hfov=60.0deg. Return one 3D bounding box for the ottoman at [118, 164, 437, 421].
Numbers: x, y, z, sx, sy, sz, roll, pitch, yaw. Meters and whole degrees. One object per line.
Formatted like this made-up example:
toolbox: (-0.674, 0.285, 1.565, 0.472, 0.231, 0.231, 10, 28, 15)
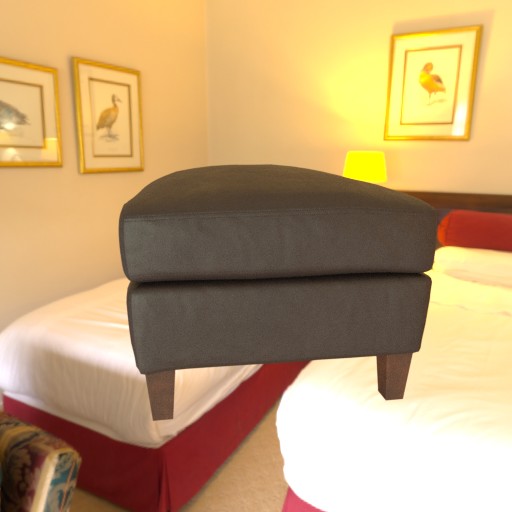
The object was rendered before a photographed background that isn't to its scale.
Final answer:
ottoman: (0.000, 0.000, 1.296, 0.659, 0.529, 0.887, -2, 13, -8)
